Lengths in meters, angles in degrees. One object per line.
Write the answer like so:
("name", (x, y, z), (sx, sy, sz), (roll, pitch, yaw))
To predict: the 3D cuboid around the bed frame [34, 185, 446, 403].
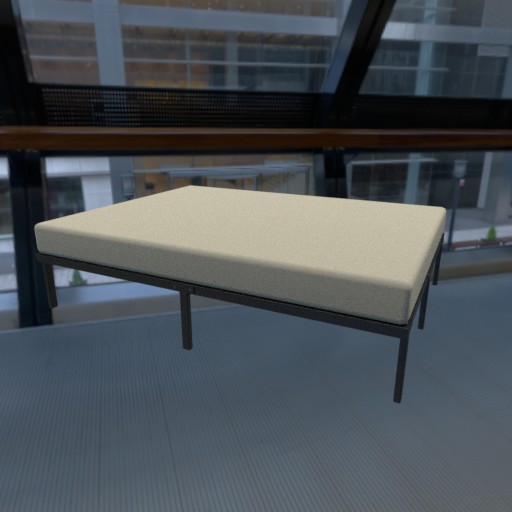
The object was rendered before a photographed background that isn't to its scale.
("bed frame", (0.000, 0.000, 3.557), (2.635, 0.680, 1.990), (9, 20, 25))
